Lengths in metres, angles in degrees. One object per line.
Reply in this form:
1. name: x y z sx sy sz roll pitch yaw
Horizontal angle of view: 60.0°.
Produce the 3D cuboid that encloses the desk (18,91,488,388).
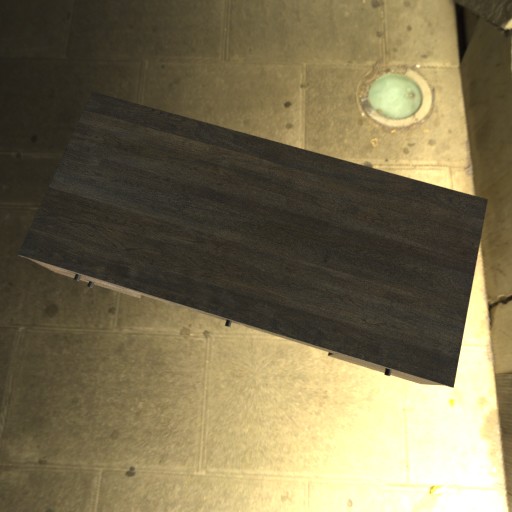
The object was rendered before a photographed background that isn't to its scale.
1. desk: 0.000 0.000 2.011 1.600 0.780 0.730 16 76 4
